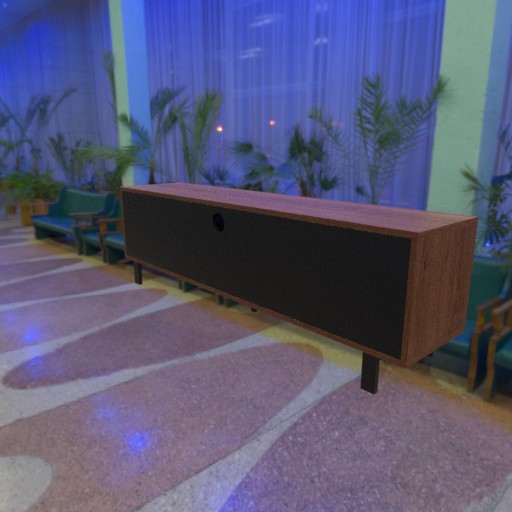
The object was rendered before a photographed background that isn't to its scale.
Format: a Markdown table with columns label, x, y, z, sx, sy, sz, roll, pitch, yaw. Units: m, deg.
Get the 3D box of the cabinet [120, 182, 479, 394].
| label | x | y | z | sx | sy | sz | roll | pitch | yaw |
| --- | --- | --- | --- | --- | --- | --- | --- | --- | --- |
| cabinet | 0.000 | 0.000 | 1.897 | 0.400 | 0.500 | 1.650 | -13 | 19 | -41 |
